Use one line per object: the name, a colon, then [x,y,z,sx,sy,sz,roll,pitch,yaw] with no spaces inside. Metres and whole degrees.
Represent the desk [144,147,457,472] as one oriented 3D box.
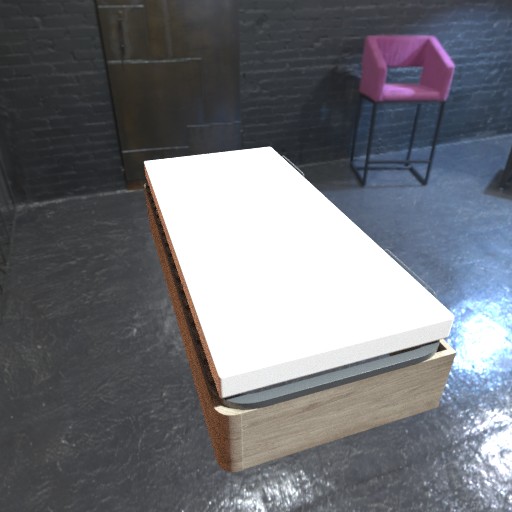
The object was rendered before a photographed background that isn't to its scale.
desk: [0.000,0.000,2.270,0.900,0.455,1.900,-10,34,-16]
